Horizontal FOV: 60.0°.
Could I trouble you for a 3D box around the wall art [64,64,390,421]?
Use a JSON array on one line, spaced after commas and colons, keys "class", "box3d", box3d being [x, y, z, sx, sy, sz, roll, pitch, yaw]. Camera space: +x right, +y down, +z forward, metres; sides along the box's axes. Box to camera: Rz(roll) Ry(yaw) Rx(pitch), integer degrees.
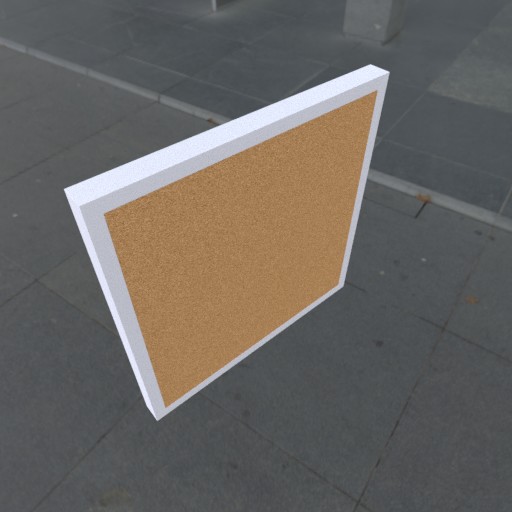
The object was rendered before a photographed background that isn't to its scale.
[{"class": "wall art", "box3d": [0.000, 0.000, 0.762, 0.507, 0.508, 0.038, -31, 53, -27]}]
